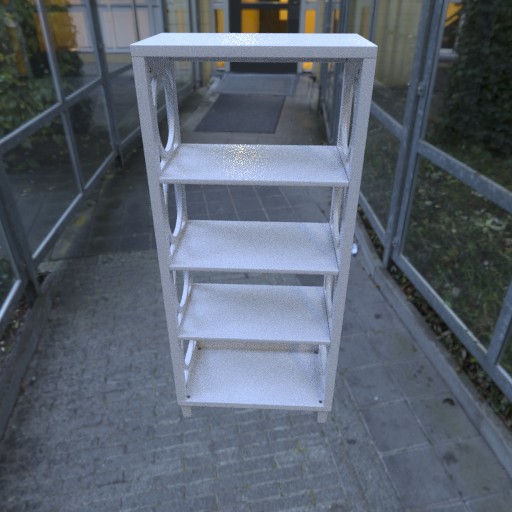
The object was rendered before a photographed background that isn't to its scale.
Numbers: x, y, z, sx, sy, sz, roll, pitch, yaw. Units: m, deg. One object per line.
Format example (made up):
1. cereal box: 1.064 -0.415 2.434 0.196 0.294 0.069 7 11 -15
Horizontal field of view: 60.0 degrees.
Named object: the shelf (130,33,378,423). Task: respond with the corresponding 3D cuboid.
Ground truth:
1. shelf: 0.000 0.000 1.595 0.611 1.411 0.340 1 31 2
